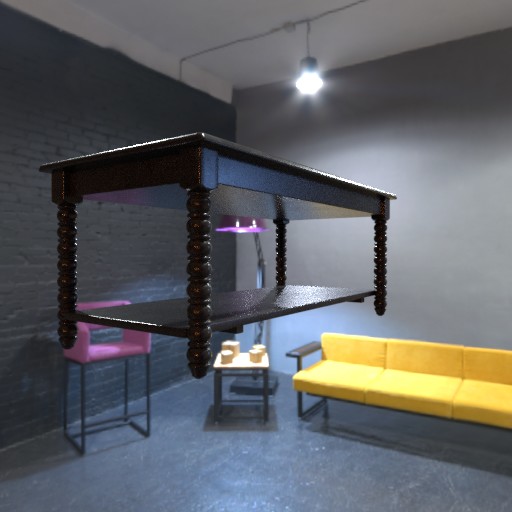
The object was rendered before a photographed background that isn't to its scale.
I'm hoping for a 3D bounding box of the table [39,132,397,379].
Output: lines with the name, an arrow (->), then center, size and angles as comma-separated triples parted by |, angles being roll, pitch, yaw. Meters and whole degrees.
table -> 0.000, 0.000, 1.477 | 0.580, 0.487, 1.171 | 0, 1, 35
